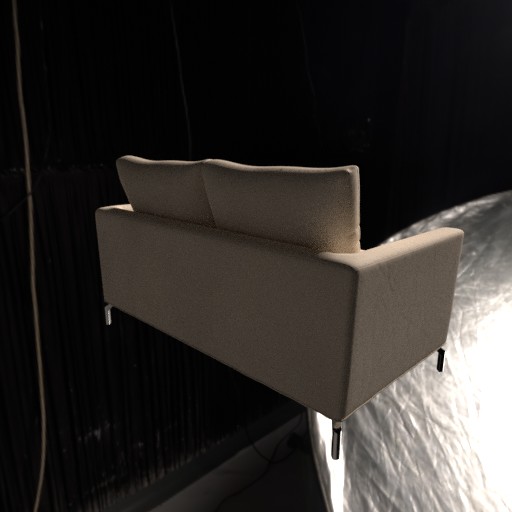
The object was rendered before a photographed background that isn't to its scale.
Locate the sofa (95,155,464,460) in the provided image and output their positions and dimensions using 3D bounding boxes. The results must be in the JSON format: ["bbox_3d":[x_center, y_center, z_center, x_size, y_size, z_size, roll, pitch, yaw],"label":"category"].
[{"bbox_3d":[0.000,0.000,2.296,0.906,0.995,1.739,-14,20,-43],"label":"sofa"}]
